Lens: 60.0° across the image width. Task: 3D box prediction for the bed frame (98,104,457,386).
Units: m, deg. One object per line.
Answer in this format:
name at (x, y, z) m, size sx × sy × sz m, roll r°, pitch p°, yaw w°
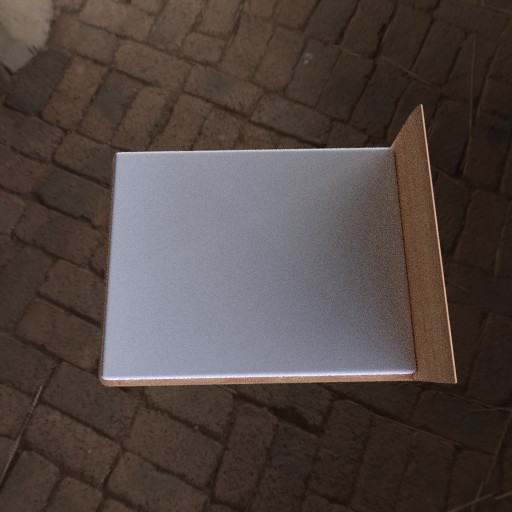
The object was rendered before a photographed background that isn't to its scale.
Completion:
bed frame at (0.000, 0.000, 2.992) m, size 2.092 × 0.940 × 1.660 m, roll -1°, pitch 76°, yaw 0°
